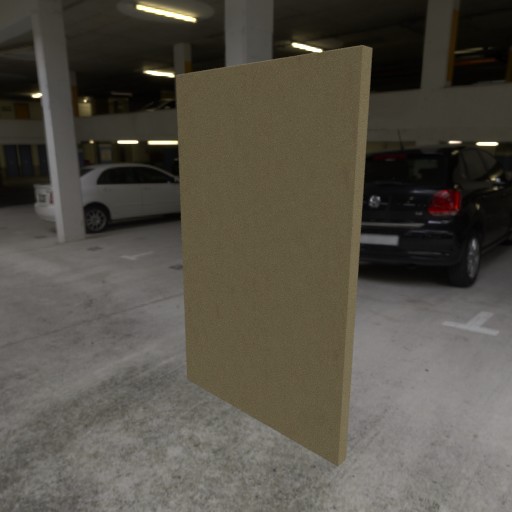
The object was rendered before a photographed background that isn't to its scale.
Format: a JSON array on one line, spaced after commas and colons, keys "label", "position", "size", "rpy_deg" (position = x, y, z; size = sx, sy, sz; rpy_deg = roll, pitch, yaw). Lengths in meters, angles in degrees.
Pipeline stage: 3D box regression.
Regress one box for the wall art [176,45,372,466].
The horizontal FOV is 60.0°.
[{"label": "wall art", "position": [0.000, 0.000, 1.006], "size": [0.510, 0.810, 0.039], "rpy_deg": [14, 20, 42]}]
